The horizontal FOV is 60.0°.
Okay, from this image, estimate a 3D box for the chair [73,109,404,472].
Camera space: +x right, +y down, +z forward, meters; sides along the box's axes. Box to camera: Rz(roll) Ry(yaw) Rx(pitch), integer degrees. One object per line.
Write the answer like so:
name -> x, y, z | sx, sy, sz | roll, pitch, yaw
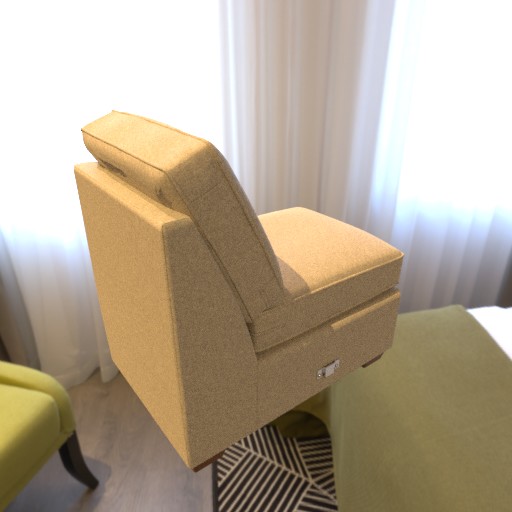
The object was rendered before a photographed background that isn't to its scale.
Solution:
chair -> 0.000, 0.000, 1.652 | 1.020, 1.058, 0.674 | -19, 32, -33
